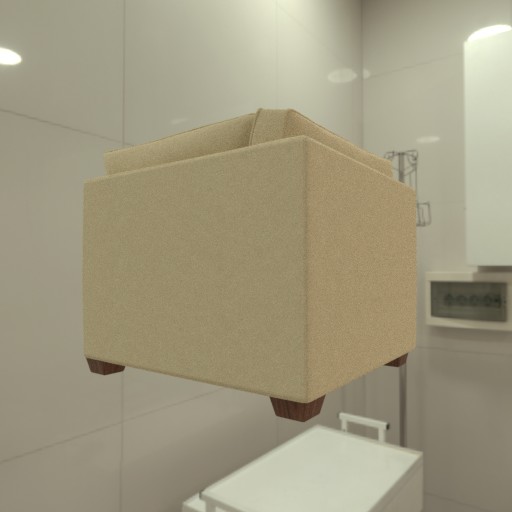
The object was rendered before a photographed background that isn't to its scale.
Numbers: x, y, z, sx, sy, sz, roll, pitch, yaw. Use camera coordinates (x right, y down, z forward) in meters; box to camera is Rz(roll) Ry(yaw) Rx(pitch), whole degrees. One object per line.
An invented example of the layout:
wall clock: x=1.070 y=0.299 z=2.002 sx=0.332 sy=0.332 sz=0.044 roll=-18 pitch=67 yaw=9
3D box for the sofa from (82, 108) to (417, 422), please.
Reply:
sofa: x=0.000 y=0.000 z=2.011 sx=1.146 sy=1.002 sz=1.084 roll=-1 pitch=-2 yaw=36
